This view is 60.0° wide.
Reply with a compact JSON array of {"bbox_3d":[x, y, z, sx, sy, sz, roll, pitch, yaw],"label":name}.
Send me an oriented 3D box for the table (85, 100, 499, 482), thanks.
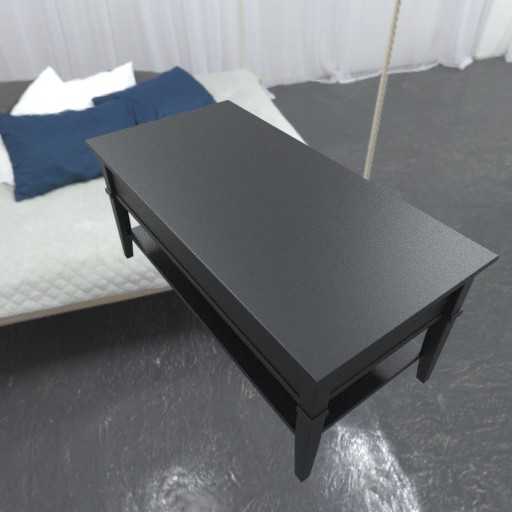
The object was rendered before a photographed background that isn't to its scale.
[{"bbox_3d":[0.000,0.000,1.300,0.523,0.470,1.044,-26,48,-26],"label":"table"}]
